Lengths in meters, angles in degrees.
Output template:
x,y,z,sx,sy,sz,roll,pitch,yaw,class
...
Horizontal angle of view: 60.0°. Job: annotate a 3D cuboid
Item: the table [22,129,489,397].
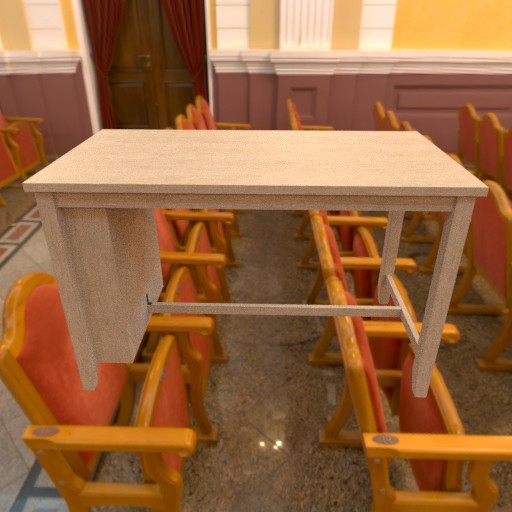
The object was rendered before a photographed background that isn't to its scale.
x,y,z,sx,sy,sz,roll,pitch,yaw,class
0.000,0.000,1.853,1.397,0.874,0.729,1,28,1,table
